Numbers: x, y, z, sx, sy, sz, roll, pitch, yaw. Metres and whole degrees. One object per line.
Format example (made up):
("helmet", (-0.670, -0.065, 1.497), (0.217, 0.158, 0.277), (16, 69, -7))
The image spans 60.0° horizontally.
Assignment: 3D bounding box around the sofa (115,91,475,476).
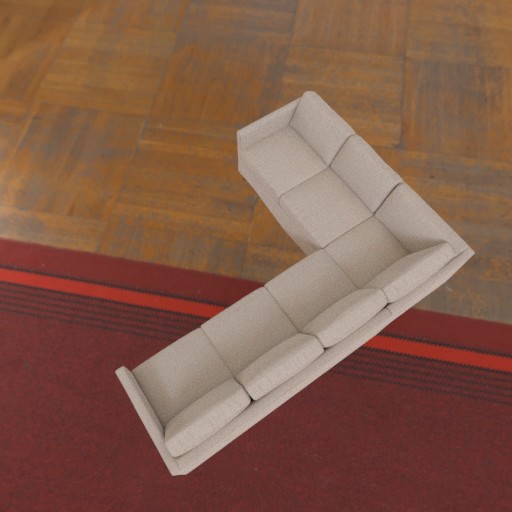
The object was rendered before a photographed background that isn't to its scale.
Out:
("sofa", (0.000, 0.000, 4.261), (3.182, 0.871, 2.432), (-32, 68, -14))
